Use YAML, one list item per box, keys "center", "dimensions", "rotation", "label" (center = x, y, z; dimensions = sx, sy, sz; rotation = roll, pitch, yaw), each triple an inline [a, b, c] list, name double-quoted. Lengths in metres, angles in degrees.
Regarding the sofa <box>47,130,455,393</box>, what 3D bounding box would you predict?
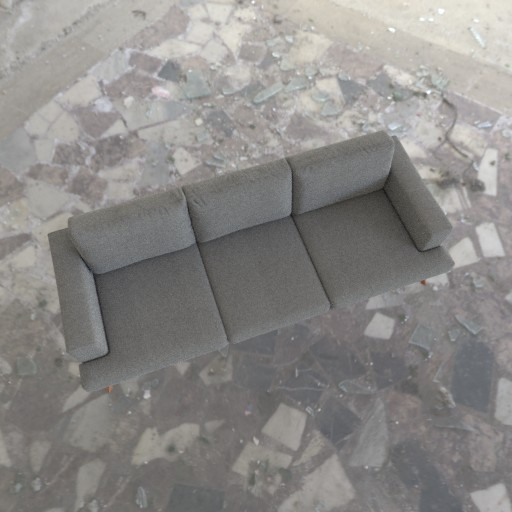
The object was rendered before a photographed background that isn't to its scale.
- center: [0.000, 0.000, 2.740]
  dimensions: [2.310, 0.810, 0.920]
  rotation: [-17, 65, -8]
  label: "sofa"
